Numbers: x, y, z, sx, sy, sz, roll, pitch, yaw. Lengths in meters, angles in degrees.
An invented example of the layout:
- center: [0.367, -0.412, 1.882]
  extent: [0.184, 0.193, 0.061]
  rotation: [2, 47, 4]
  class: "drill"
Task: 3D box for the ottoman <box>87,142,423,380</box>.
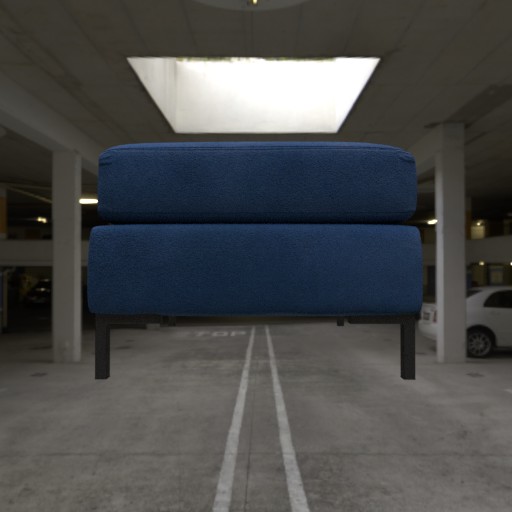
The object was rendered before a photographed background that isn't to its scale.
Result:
- center: [0.000, 0.000, 1.217]
  extent: [0.655, 0.485, 0.794]
  rotation: [0, -1, 0]
  class: "ottoman"
